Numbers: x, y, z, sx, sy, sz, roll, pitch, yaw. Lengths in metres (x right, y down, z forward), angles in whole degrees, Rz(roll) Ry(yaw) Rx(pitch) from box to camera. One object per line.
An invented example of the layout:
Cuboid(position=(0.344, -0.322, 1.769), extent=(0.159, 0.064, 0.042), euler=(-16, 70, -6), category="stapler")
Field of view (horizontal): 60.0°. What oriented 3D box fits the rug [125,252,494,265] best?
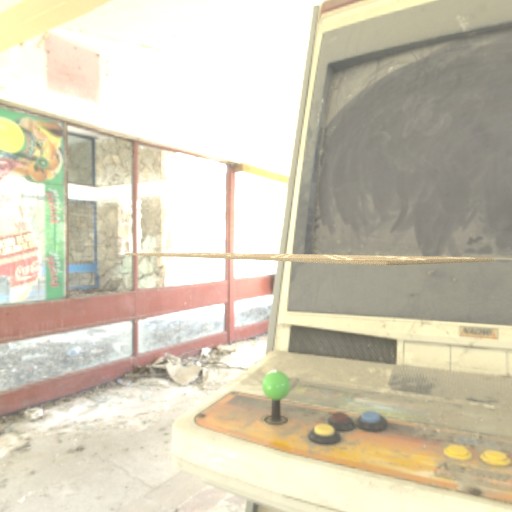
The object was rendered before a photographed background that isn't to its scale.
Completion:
Cuboid(position=(0.000, 0.000, 2.476), extent=(0.678, 0.014, 2.276), euler=(-1, 1, -36), category="rug")
